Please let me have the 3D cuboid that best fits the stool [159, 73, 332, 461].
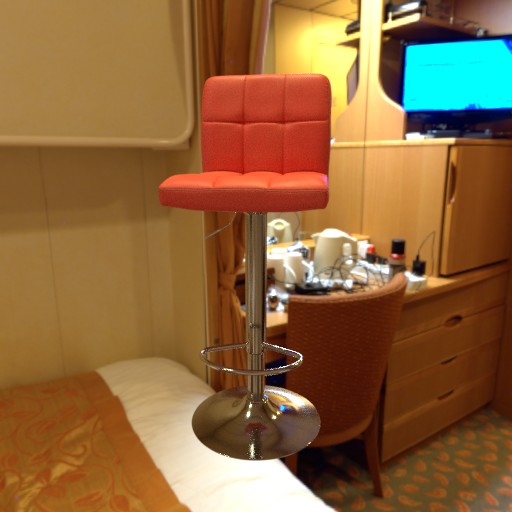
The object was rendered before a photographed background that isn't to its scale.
[{"bbox_3d":[0.000,0.000,1.352,0.430,1.115,0.505,2,13,9],"label":"stool"}]
